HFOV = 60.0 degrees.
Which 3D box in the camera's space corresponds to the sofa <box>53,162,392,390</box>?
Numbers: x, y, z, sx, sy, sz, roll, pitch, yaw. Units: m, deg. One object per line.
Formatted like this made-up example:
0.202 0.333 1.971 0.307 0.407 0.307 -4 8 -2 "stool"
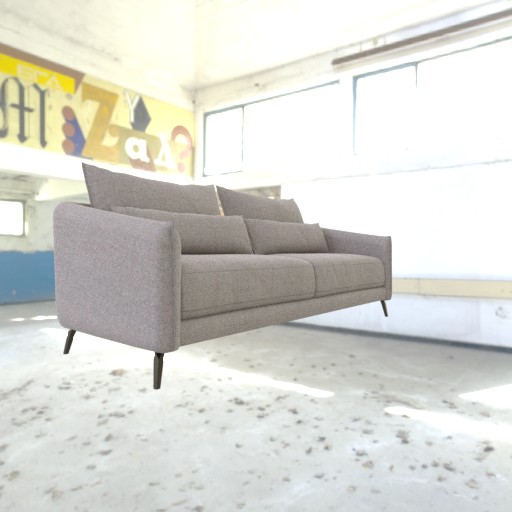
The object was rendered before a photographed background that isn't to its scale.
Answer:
0.000 0.000 2.422 0.809 0.833 2.022 1 1 38 "sofa"
